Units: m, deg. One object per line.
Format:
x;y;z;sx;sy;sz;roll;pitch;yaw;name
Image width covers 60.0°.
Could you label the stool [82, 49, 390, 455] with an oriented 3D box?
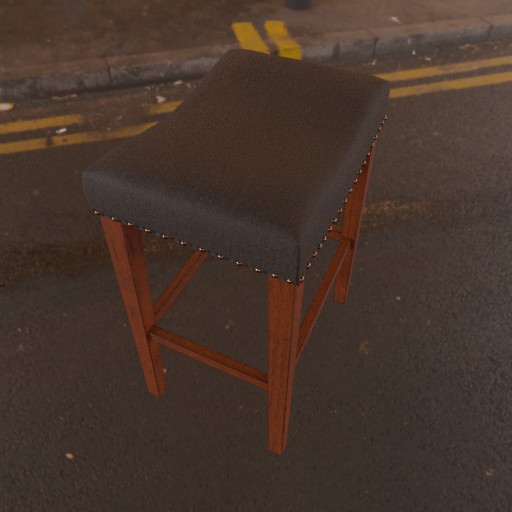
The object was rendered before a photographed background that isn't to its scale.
0.000;0.000;0.847;0.320;0.612;0.439;19;50;17;stool
